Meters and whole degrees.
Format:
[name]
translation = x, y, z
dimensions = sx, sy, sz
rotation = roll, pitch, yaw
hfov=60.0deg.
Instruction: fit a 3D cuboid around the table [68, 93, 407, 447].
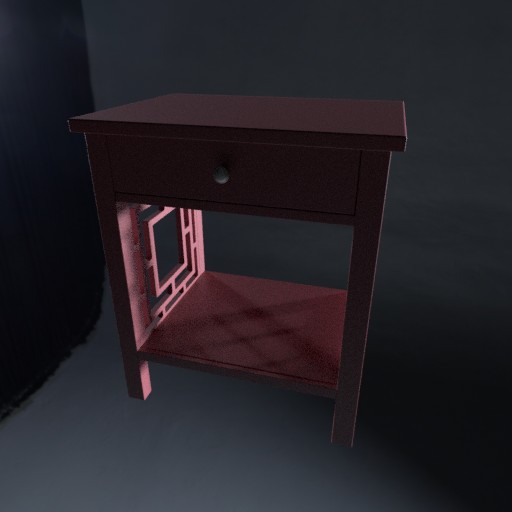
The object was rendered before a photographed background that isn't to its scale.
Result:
[table]
translation = 0.000, 0.000, 1.081
dimensions = 0.599, 0.686, 0.451
rotation = 7, 27, 14
